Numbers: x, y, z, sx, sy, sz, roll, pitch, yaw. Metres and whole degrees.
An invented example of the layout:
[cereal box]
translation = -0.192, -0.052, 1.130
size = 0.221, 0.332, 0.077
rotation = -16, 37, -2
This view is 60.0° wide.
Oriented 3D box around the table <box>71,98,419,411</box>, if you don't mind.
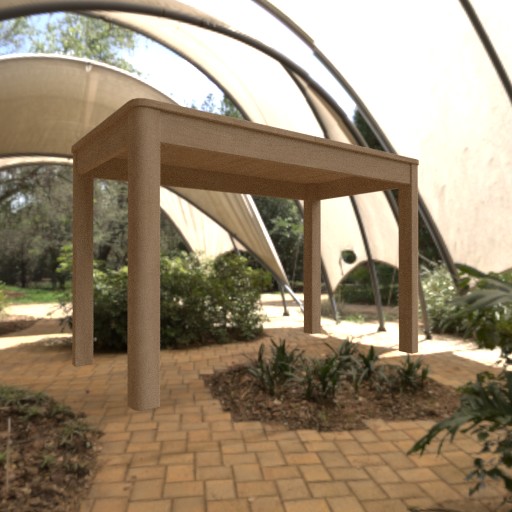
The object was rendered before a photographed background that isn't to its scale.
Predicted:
[table]
translation = 0.000, 0.000, 1.969
size = 1.400, 0.900, 0.750
rotation = 0, 0, -36
